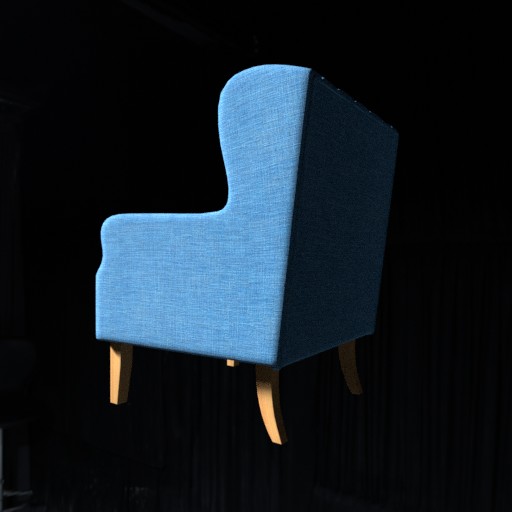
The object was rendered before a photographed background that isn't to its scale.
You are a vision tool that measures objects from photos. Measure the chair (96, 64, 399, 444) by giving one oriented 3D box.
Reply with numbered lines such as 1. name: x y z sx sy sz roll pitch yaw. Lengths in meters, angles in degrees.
1. chair: 0.000 0.000 1.495 0.775 0.952 0.711 0 0 36
